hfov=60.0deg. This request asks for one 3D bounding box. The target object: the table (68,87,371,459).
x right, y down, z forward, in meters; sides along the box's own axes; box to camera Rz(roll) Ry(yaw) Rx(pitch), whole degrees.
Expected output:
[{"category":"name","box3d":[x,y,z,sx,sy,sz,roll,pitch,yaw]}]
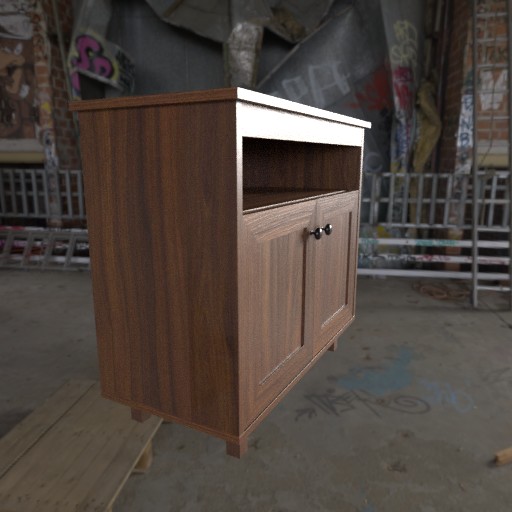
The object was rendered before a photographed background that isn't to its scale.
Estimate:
[{"category":"table","box3d":[0.000,0.000,1.187,0.390,0.725,0.802,7,14,28]}]
